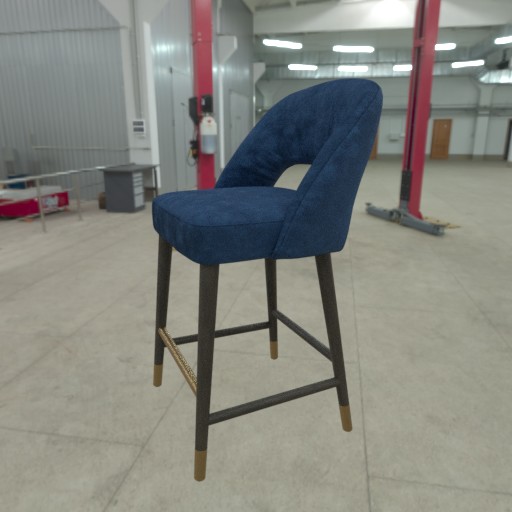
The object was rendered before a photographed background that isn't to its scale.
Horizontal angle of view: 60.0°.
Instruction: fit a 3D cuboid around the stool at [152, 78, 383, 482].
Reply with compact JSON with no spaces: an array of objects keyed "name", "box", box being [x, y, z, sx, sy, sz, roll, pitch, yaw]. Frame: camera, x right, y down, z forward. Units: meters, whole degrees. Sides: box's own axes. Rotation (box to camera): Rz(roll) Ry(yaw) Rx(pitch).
[{"name":"stool","box":[0.000,0.000,1.216,0.524,0.925,0.536,-7,17,-24]}]
